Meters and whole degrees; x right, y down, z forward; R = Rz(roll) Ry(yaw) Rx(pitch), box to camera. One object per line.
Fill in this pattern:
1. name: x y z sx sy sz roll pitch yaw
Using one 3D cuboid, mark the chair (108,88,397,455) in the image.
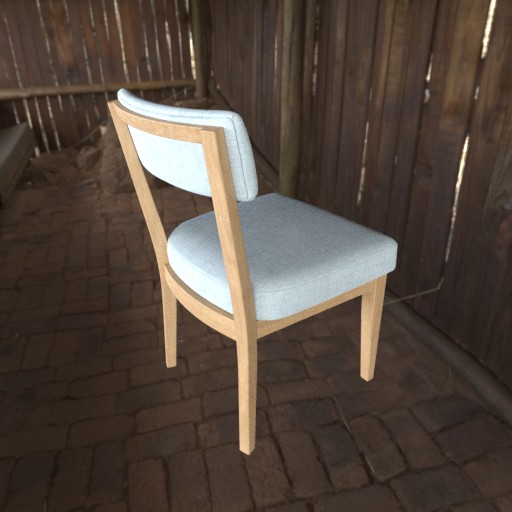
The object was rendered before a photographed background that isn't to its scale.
1. chair: 0.000 0.000 1.182 0.572 0.832 0.508 -19 32 -33
